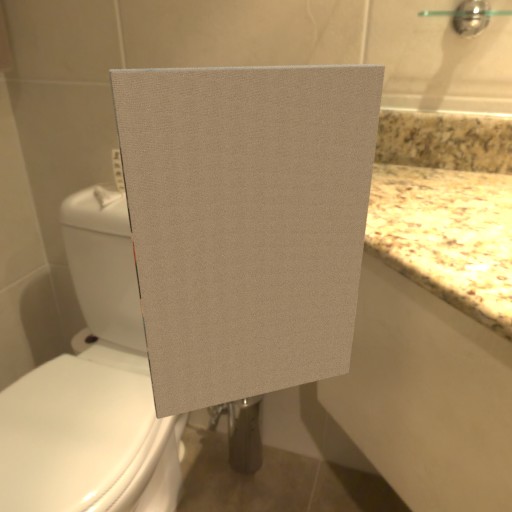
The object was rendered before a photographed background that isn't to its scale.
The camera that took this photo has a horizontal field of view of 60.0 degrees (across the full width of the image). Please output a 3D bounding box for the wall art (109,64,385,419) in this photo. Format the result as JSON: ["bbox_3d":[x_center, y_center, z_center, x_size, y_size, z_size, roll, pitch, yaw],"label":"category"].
[{"bbox_3d":[0.000,0.000,1.160,0.609,0.911,0.061,-8,28,-16],"label":"wall art"}]
